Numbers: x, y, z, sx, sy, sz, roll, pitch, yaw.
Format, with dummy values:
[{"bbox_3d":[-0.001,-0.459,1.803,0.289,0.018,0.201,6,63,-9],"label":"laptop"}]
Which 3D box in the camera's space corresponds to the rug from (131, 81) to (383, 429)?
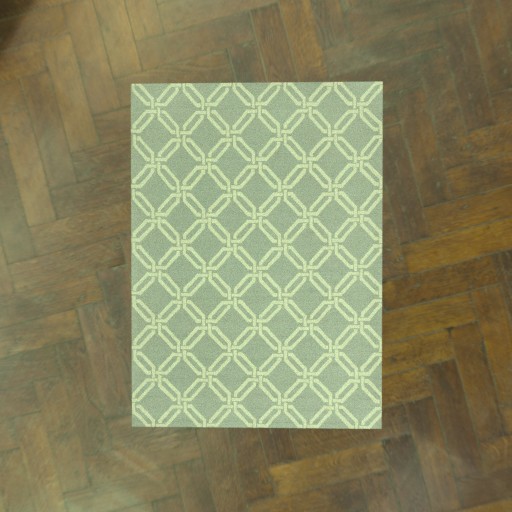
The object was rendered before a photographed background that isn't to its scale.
[{"bbox_3d":[0.000,0.000,4.310,2.438,0.013,3.353,0,91,1],"label":"rug"}]
